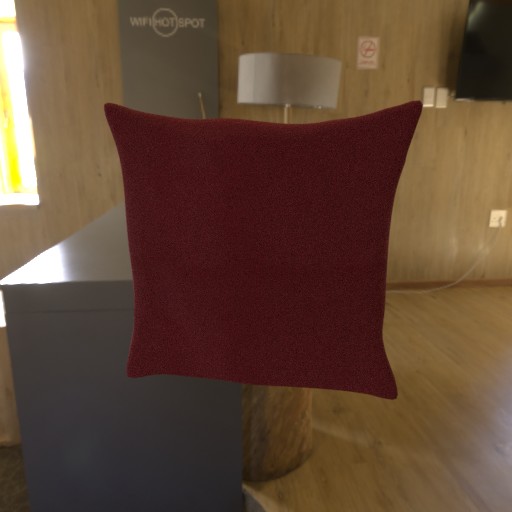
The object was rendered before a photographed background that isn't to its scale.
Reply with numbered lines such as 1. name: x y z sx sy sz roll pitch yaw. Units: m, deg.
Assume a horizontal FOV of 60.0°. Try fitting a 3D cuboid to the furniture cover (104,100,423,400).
1. furniture cover: 0.000 0.000 0.773 0.514 0.513 0.163 2 15 8
